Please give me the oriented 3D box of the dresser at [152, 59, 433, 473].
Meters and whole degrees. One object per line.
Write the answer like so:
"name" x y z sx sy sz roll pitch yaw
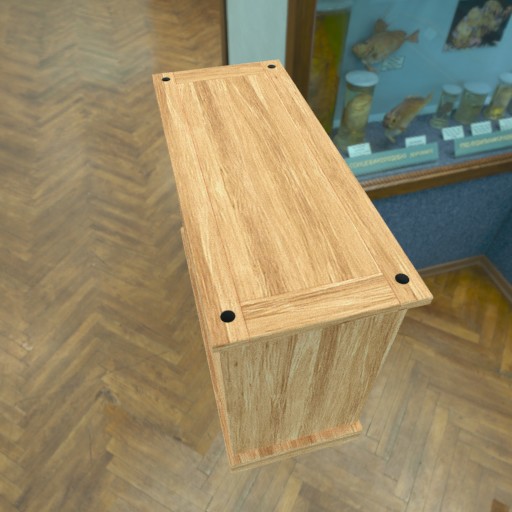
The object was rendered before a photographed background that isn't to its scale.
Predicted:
"dresser" 0.000 0.000 1.362 0.410 0.740 0.990 -11 49 -10
